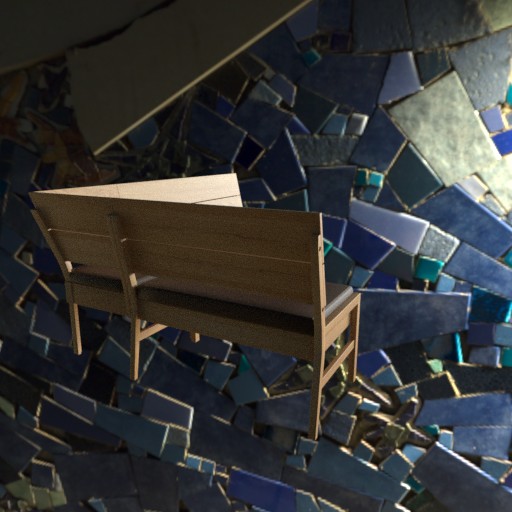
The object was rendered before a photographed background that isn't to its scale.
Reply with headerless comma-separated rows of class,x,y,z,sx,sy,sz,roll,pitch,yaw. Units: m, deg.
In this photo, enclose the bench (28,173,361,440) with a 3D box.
bench,0.000,0.000,2.776,1.549,0.890,1.975,7,15,27
